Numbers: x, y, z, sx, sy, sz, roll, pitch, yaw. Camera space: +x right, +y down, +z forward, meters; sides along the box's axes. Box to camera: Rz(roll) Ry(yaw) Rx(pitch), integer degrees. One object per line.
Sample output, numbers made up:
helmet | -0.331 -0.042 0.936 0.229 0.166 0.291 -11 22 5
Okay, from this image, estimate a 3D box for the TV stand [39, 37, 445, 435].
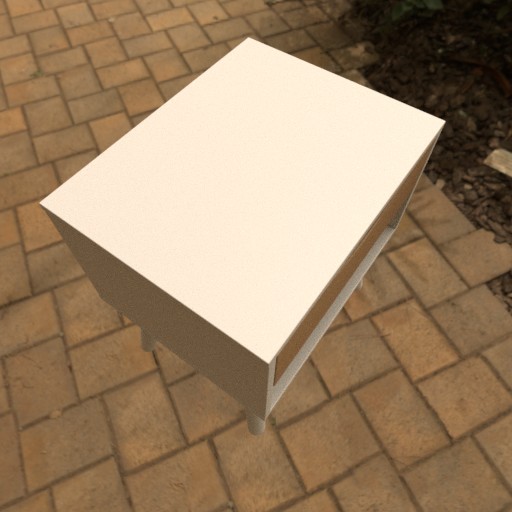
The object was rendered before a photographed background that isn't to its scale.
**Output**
TV stand | 0.000 0.000 0.920 0.405 0.559 0.508 32 63 18
